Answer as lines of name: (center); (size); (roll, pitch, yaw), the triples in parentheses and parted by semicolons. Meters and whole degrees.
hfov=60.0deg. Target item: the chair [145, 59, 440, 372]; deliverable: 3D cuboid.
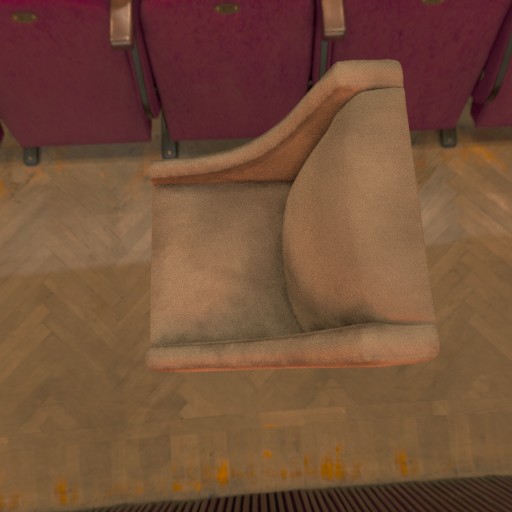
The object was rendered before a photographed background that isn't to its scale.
chair: (0.000, 0.000, 1.266); (0.629, 0.895, 0.629); (-2, 76, -1)
